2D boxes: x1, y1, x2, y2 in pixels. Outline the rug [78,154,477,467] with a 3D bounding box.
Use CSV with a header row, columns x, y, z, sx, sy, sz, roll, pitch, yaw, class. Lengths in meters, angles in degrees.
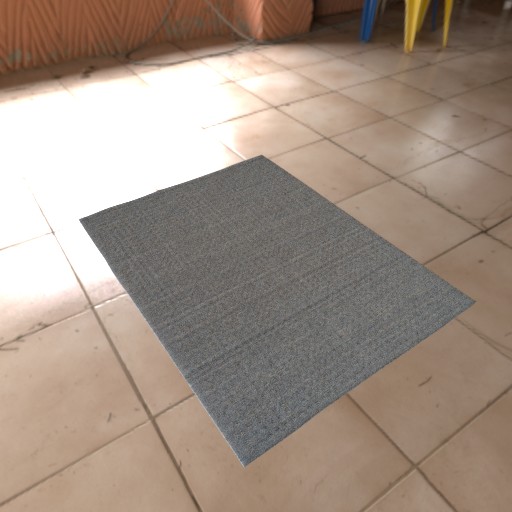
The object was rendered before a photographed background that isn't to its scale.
x,y,z,sx,sy,sz,roll,pitch,yaw,class
0.000,0.000,4.285,2.443,0.007,3.200,-25,47,-26,rug
